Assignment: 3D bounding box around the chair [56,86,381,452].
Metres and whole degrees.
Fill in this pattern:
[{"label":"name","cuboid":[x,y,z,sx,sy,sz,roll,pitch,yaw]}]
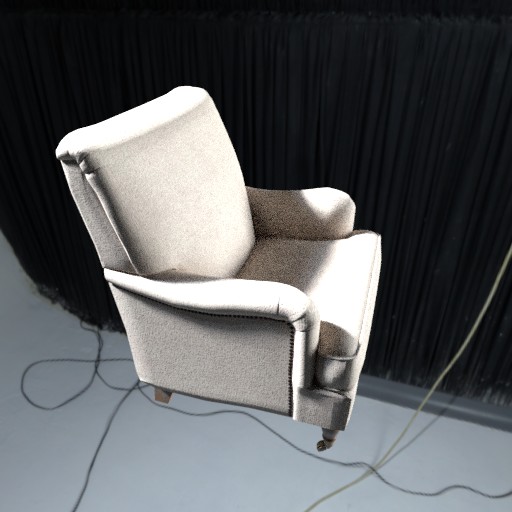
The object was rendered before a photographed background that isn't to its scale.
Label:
[{"label":"chair","cuboid":[0.000,0.000,1.751,0.953,1.119,0.879,10,33,15]}]
